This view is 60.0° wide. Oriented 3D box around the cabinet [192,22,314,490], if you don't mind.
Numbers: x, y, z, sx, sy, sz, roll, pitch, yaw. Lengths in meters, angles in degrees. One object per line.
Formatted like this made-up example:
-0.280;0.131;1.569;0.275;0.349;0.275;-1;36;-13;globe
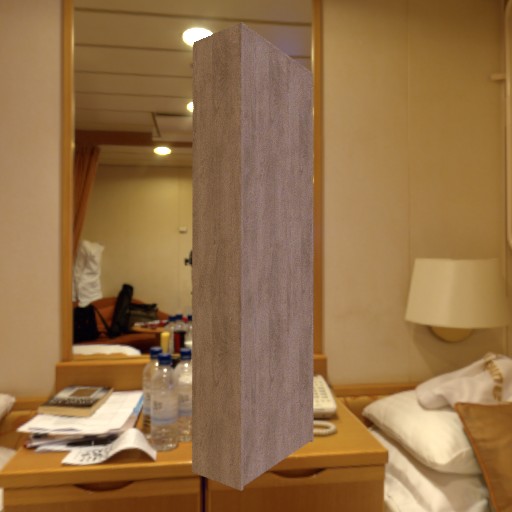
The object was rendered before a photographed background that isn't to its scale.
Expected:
0.000;0.000;1.825;0.250;1.630;0.520;-1;-1;36;cabinet
